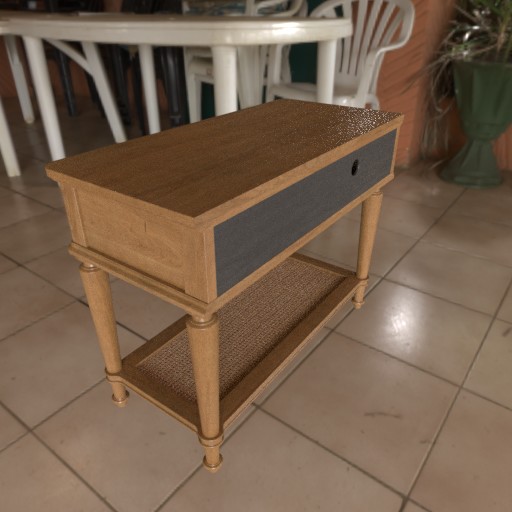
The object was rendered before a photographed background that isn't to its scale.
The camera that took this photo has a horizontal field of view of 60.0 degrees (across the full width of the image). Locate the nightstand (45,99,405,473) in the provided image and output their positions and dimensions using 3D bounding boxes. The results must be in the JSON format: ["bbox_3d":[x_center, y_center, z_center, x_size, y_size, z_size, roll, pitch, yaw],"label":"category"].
[{"bbox_3d":[0.000,0.000,1.284,0.432,0.700,0.914,20,35,31],"label":"nightstand"}]
